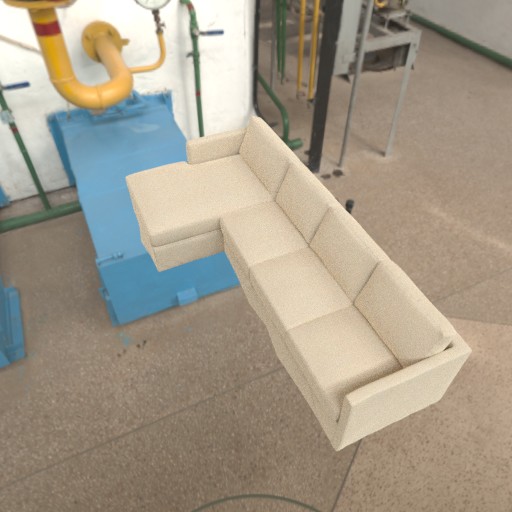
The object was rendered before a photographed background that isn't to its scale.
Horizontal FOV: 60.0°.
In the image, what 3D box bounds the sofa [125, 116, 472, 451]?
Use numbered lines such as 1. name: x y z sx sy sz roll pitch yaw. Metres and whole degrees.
1. sofa: 0.000 0.000 3.829 1.650 0.922 3.205 -18 49 -17
